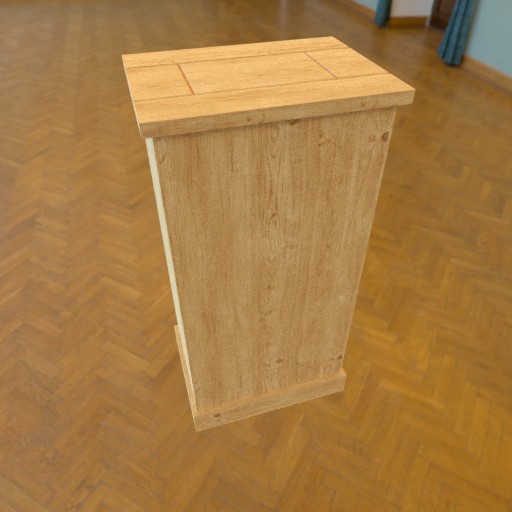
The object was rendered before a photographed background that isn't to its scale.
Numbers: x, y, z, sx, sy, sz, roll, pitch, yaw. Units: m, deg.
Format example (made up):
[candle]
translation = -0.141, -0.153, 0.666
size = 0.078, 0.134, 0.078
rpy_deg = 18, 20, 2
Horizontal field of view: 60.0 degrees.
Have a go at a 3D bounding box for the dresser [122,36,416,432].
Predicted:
[dresser]
translation = 0.000, 0.000, 1.284
size = 0.531, 1.041, 0.390
rpy_deg = -11, 42, -13
